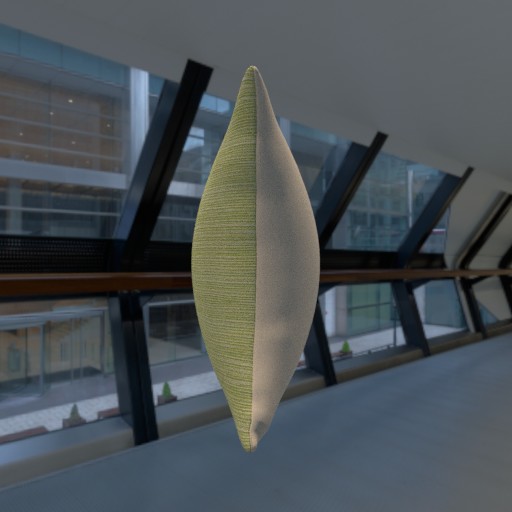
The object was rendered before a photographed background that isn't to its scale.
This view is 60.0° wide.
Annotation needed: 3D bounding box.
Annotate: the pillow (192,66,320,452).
[{"bbox_3d":[0.000,0.000,0.817,0.229,0.487,0.560,0,0,1],"label":"pillow"}]
